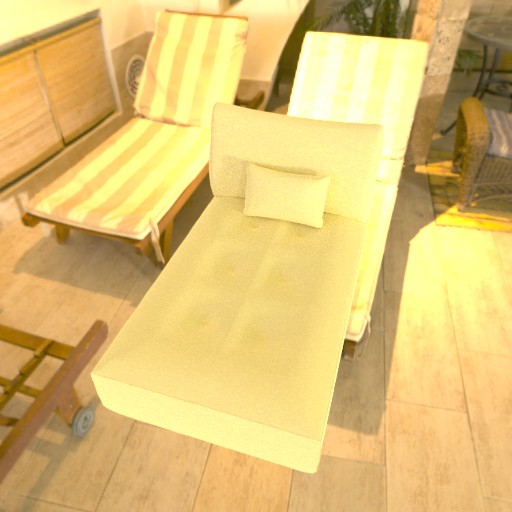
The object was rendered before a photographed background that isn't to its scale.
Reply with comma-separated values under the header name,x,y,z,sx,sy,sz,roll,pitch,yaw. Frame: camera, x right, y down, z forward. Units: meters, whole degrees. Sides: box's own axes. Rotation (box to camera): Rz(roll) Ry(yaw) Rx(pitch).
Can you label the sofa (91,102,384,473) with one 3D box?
name,x,y,z,sx,sy,sz,roll,pitch,yaw
sofa,0.000,0.000,2.043,0.930,0.820,1.450,12,42,13
